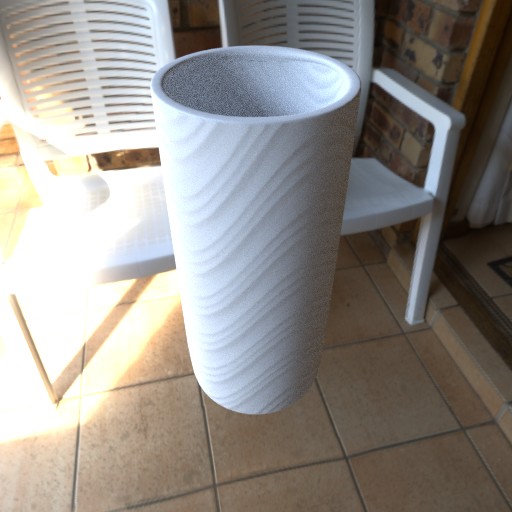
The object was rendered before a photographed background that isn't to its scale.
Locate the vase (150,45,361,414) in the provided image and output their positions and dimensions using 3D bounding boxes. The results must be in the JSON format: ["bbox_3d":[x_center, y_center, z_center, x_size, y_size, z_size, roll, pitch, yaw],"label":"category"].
[{"bbox_3d":[0.000,0.000,0.397,0.143,0.316,0.143,0,42,0],"label":"vase"}]
